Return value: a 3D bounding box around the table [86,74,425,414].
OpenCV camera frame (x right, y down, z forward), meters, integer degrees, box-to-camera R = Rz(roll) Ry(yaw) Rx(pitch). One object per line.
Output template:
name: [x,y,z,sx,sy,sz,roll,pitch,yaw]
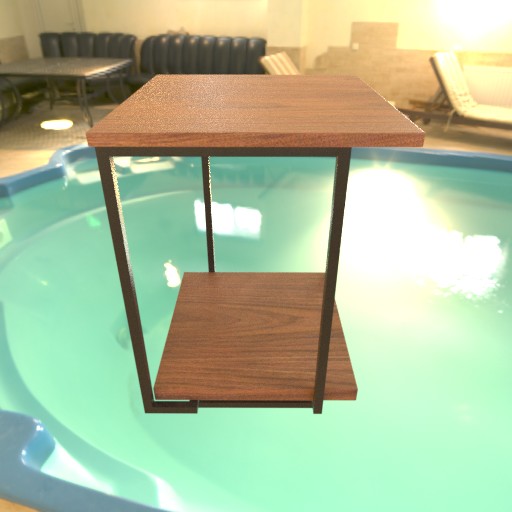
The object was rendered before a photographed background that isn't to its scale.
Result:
table: [0.000,0.000,0.820,0.384,0.567,0.411,0,31,0]
